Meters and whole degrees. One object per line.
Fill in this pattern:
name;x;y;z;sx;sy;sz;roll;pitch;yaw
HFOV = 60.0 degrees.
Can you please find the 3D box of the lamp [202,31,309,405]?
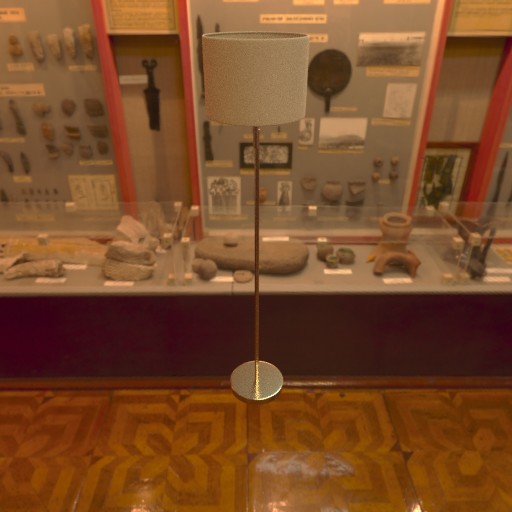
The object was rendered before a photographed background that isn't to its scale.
lamp;0.000;0.000;1.782;0.324;1.600;0.416;1;30;1
